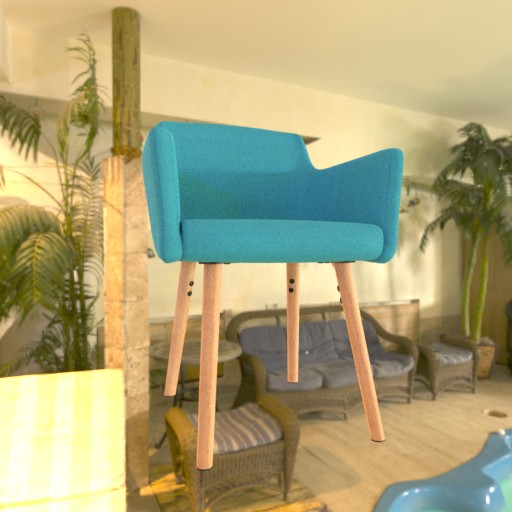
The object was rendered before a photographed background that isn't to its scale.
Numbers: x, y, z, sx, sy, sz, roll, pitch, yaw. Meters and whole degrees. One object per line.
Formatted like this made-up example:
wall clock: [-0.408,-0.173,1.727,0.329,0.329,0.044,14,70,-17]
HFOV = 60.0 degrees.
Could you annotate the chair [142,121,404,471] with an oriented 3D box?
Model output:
chair: [0.000,0.000,1.122,0.570,0.780,0.540,0,1,-19]
